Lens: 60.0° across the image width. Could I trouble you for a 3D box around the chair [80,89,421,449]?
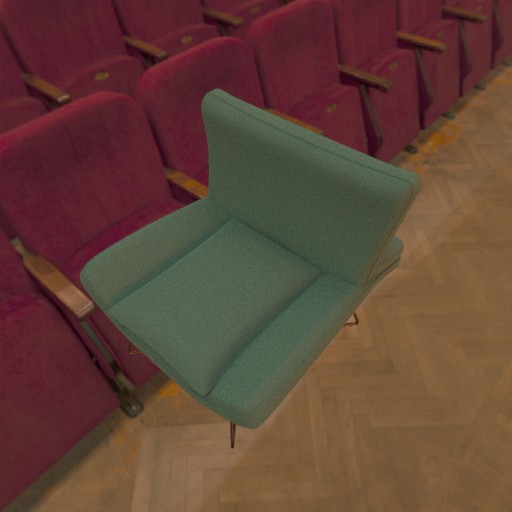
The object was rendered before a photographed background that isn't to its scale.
[{"bbox_3d":[0.000,0.000,1.638,0.859,0.855,1.008,32,55,27],"label":"chair"}]
